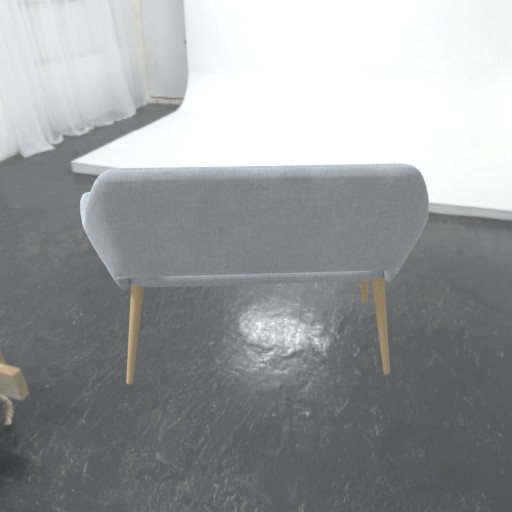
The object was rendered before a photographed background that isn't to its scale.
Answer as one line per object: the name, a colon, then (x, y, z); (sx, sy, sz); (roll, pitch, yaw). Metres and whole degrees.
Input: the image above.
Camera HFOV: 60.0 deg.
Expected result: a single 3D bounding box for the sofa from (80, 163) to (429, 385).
sofa: (0.000, 0.000, 1.553); (1.150, 0.840, 0.610); (-1, 30, -3)
